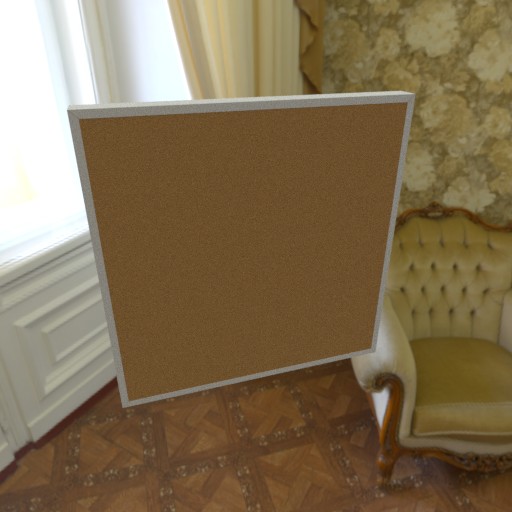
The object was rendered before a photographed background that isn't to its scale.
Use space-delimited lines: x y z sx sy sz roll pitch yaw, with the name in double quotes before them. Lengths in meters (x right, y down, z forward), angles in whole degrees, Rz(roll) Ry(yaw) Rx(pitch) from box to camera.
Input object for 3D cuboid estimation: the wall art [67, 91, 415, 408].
"wall art" 0.000 0.000 0.452 0.304 0.304 0.024 -8 28 -16
